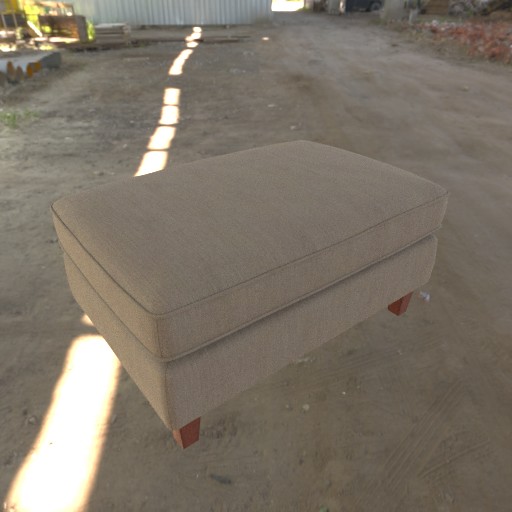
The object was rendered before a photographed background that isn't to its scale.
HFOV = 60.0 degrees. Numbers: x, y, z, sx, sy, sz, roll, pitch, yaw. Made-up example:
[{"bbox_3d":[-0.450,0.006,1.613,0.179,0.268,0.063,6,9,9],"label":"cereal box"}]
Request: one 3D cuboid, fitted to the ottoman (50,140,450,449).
[{"bbox_3d":[0.000,0.000,1.295,0.941,0.480,0.636,-22,37,-32],"label":"ottoman"}]
